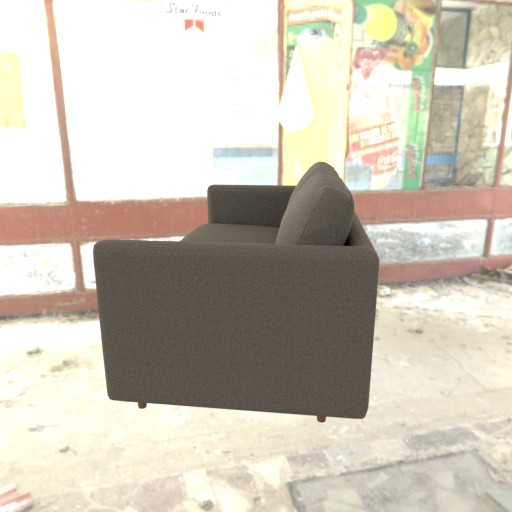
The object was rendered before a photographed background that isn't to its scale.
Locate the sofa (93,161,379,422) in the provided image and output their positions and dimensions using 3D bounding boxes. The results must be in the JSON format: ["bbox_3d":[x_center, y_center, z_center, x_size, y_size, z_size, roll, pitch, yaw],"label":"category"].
[{"bbox_3d":[0.000,0.000,2.208,0.940,0.866,1.713,2,15,7],"label":"sofa"}]
